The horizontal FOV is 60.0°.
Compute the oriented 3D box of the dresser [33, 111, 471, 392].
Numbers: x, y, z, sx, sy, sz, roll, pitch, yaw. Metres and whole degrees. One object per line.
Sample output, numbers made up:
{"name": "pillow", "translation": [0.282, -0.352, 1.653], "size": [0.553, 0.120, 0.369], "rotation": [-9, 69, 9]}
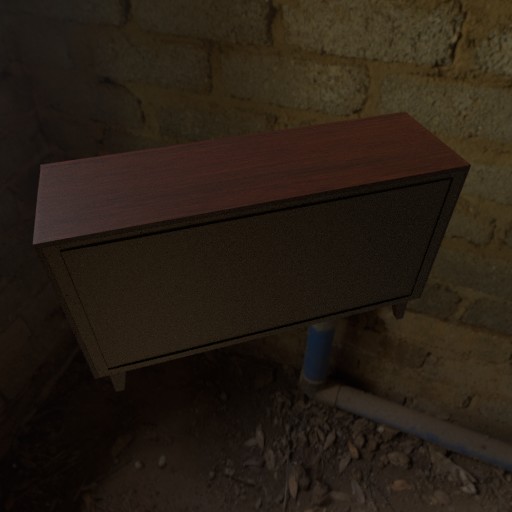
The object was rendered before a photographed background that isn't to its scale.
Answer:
{"name": "dresser", "translation": [0.000, 0.000, 2.062], "size": [1.609, 0.971, 0.499], "rotation": [-12, 44, -12]}
